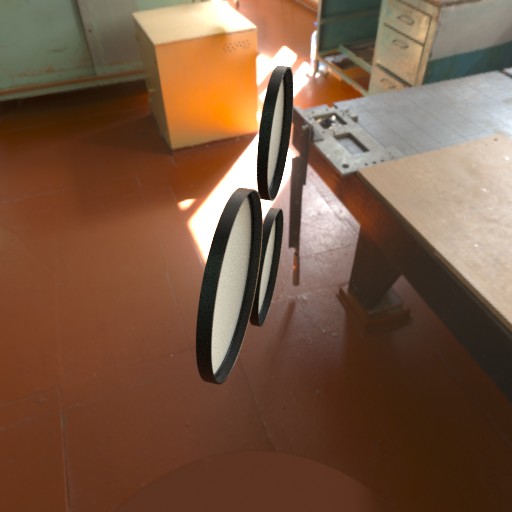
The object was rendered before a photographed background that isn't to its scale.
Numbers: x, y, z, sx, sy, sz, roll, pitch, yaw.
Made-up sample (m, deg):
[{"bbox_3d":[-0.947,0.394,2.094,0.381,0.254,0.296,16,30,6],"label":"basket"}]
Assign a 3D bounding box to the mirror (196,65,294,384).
[{"bbox_3d":[0.000,0.000,3.110,0.076,2.096,2.160,10,45,10],"label":"mirror"}]
